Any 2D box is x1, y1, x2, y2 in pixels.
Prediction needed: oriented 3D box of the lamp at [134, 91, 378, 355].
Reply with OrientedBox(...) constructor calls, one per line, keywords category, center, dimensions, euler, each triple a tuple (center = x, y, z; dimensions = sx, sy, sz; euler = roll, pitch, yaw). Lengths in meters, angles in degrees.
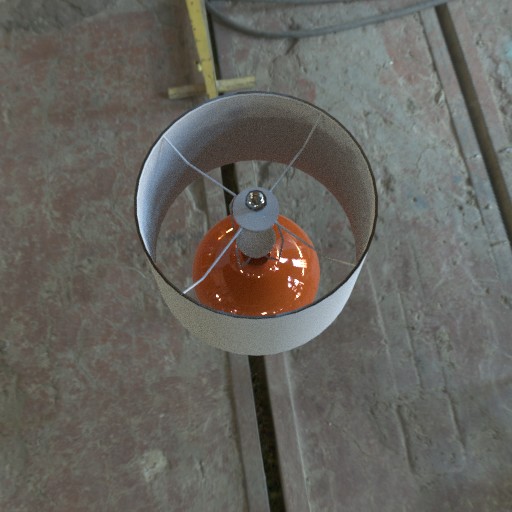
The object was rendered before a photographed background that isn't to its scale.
OrientedBox(category="lamp", center=(0.000, 0.000, 0.559), dimensions=(0.247, 0.387, 0.247), euler=(0, 75, 0))
